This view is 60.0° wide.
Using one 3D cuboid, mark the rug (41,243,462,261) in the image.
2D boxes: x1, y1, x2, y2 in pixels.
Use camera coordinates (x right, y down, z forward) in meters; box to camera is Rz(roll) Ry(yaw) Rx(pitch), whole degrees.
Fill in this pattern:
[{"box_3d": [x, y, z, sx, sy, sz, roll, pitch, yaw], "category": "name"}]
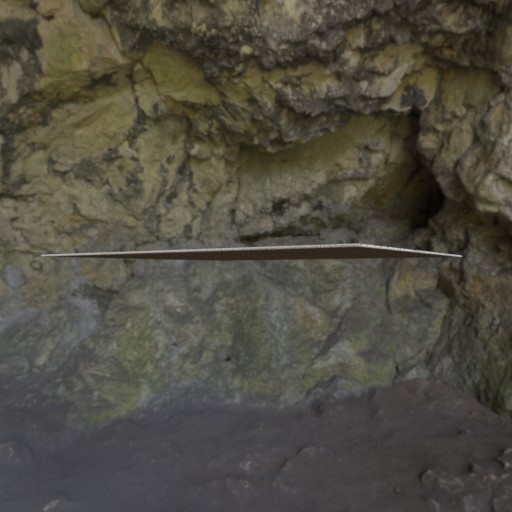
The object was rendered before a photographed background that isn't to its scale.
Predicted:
[{"box_3d": [0.000, 0.000, 4.092, 3.050, 0.017, 2.441, -1, -2, 36], "category": "rug"}]
